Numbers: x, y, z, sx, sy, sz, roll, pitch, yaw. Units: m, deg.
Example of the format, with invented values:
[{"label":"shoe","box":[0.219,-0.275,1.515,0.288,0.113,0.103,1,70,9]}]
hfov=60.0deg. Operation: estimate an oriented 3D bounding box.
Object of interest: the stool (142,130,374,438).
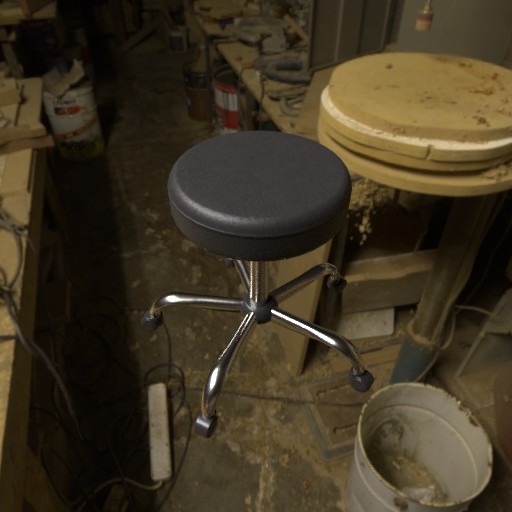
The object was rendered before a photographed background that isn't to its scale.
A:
[{"label":"stool","box":[0.000,0.000,1.181,0.673,0.576,0.638,-11,43,-12]}]
